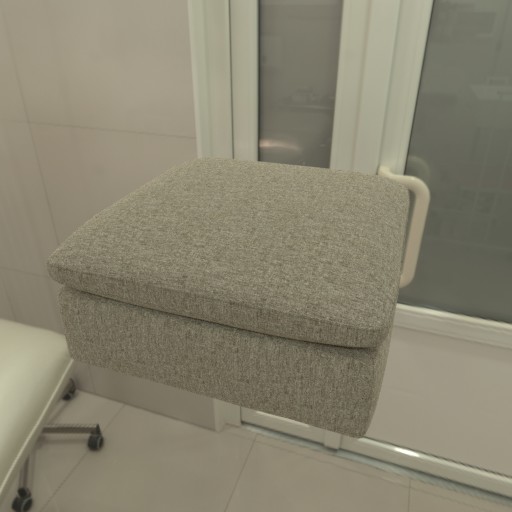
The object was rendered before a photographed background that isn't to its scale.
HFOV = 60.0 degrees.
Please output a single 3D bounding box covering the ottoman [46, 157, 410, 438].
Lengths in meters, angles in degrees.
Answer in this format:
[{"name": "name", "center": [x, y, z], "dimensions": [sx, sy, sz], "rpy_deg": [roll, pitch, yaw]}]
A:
[{"name": "ottoman", "center": [0.000, 0.000, 1.647], "dimensions": [1.035, 0.526, 1.039], "rpy_deg": [10, 31, 17]}]
